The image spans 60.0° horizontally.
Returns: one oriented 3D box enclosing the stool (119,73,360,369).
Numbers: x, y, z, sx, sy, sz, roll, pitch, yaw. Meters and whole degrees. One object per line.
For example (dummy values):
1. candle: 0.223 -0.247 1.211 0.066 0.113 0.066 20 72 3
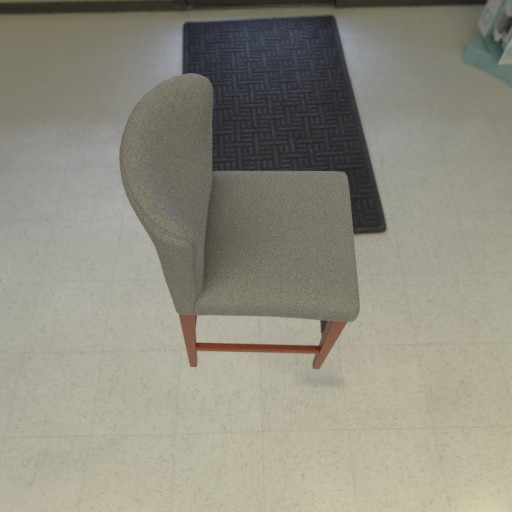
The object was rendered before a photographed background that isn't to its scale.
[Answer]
1. stool: 0.000 0.000 1.391 0.568 1.069 0.481 1 62 1
